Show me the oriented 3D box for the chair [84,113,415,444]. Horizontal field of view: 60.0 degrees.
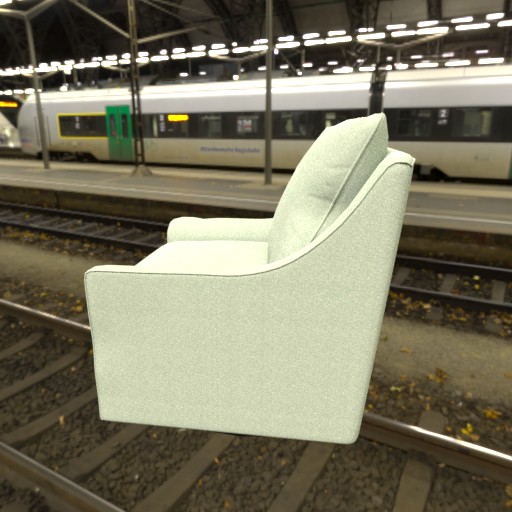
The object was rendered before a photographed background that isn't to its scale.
[{"bbox_3d":[0.000,0.000,1.531,0.870,0.926,0.760,2,16,8],"label":"chair"}]
